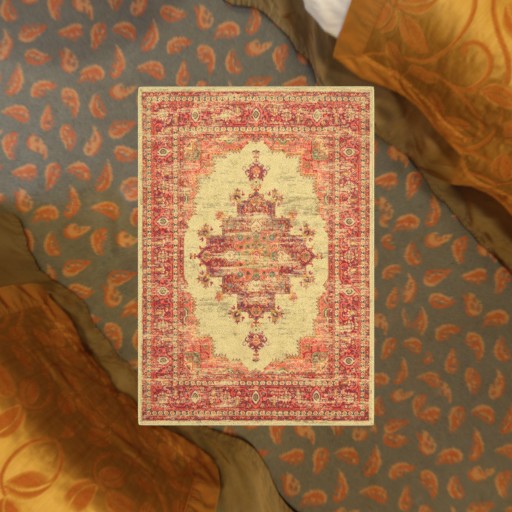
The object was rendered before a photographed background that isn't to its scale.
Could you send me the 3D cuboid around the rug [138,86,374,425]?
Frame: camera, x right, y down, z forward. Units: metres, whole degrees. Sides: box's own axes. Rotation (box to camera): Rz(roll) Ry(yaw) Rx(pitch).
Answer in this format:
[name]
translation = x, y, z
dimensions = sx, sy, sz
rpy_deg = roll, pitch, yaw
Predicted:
[rug]
translation = 0.000, 0.000, 3.766
dimensions = 2.005, 0.014, 2.878
rpy_deg = 0, 90, 0
